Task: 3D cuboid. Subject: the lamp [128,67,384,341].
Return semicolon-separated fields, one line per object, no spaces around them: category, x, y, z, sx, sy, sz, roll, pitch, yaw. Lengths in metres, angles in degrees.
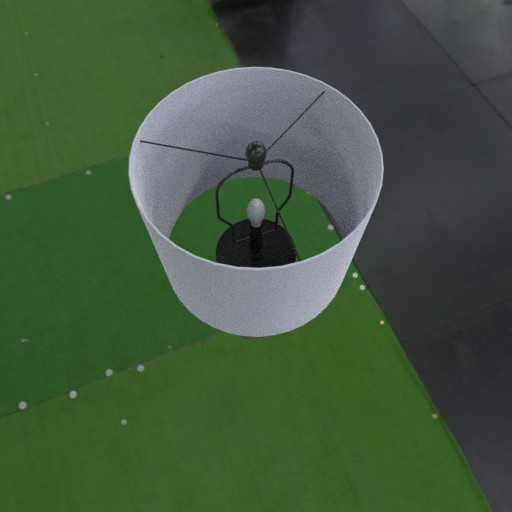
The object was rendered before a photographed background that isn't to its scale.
lamp;0.000;0.000;0.770;0.304;0.573;0.304;-17;64;-9
